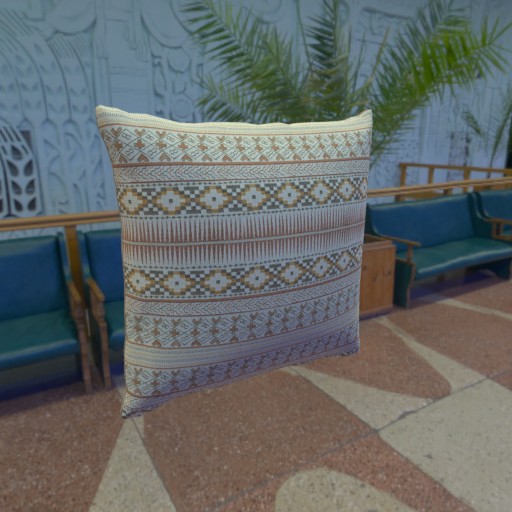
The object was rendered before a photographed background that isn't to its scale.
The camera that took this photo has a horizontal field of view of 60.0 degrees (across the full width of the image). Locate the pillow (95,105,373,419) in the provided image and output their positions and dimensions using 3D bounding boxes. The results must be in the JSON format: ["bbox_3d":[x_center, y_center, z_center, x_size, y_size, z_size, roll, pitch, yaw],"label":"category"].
[{"bbox_3d":[0.000,0.000,0.807,0.521,0.519,0.215,-8,17,-27],"label":"pillow"}]
